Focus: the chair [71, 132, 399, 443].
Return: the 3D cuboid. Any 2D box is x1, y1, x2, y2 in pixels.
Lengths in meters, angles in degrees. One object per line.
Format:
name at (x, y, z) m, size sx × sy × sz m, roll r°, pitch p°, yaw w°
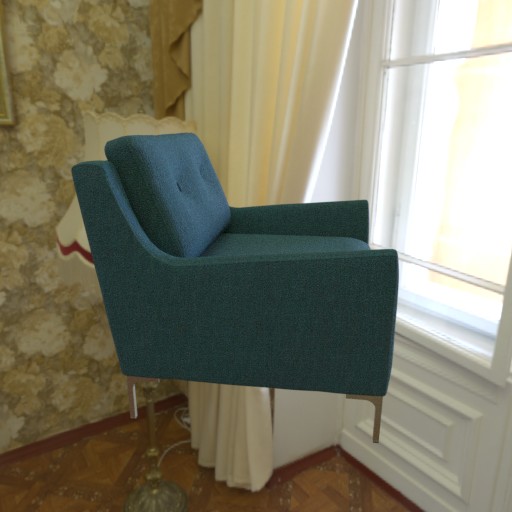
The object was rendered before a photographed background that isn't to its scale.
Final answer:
chair at (0.000, 0.000, 1.556) m, size 0.849 × 0.828 × 0.847 m, roll 2°, pitch 17°, yaw 8°
